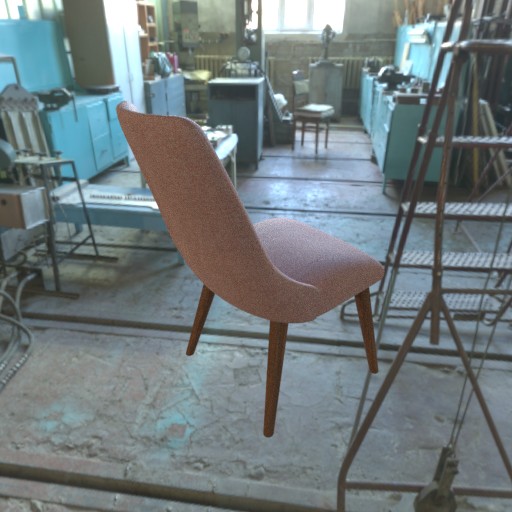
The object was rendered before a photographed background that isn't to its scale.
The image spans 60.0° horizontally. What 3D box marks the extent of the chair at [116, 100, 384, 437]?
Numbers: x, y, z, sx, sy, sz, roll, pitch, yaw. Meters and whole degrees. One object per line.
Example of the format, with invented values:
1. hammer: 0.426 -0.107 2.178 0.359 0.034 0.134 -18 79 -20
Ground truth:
1. chair: 0.000 0.000 1.341 0.707 0.918 0.535 -19 33 -32
